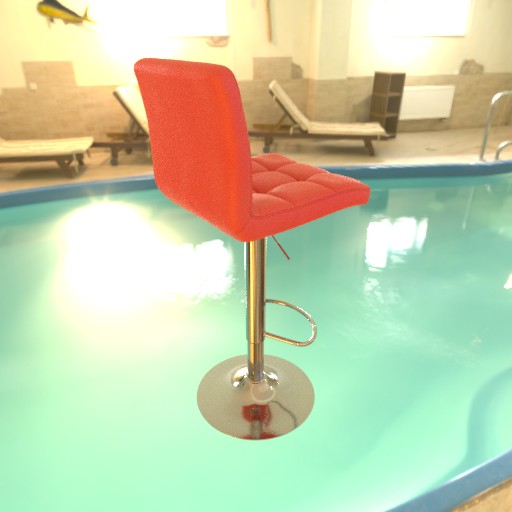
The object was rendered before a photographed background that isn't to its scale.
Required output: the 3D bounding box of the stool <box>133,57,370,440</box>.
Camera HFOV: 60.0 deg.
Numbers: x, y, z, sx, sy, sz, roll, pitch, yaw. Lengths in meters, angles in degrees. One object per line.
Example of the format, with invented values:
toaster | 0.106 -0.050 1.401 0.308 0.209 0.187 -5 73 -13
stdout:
stool | 0.000 0.000 1.357 0.505 1.115 0.430 -18 32 -32
